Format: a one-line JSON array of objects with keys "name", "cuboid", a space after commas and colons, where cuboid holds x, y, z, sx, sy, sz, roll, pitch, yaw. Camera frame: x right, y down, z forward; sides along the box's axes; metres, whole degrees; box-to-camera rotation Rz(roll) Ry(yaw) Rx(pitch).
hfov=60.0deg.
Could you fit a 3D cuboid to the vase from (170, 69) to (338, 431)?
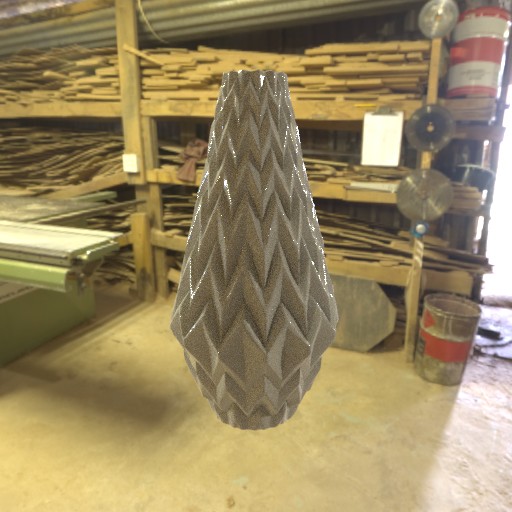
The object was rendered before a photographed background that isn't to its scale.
[{"name": "vase", "cuboid": [0.000, 0.000, 0.427, 0.167, 0.328, 0.167, 0, 15, 0]}]
